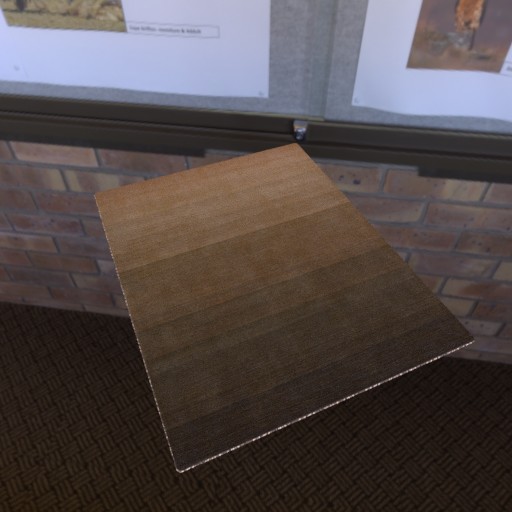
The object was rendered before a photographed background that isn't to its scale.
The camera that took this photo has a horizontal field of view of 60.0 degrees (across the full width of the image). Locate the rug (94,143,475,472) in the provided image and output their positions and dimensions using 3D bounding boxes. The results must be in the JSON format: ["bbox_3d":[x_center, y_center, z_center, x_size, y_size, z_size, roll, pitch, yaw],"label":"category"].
[{"bbox_3d":[0.000,0.000,3.876,2.305,0.017,2.902,-18,49,-16],"label":"rug"}]
